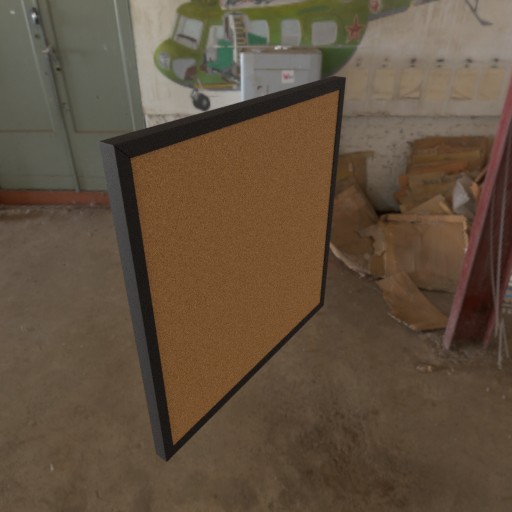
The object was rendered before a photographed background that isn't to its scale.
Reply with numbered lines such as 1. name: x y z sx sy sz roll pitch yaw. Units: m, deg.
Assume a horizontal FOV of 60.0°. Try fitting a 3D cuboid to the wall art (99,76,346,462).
1. wall art: 0.000 0.000 1.129 0.037 0.763 0.763 21 37 31
